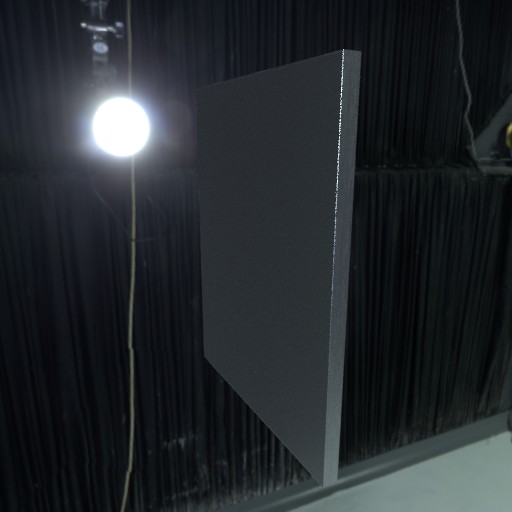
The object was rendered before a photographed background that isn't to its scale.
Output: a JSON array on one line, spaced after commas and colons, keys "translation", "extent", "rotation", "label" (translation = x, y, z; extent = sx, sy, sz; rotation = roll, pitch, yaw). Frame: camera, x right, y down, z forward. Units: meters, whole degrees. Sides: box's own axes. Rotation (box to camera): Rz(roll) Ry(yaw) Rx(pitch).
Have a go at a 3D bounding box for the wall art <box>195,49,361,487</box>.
[{"translation": [0.000, 0.000, 0.747], "extent": [0.025, 0.569, 0.444], "rotation": [-8, 17, -27], "label": "wall art"}]
